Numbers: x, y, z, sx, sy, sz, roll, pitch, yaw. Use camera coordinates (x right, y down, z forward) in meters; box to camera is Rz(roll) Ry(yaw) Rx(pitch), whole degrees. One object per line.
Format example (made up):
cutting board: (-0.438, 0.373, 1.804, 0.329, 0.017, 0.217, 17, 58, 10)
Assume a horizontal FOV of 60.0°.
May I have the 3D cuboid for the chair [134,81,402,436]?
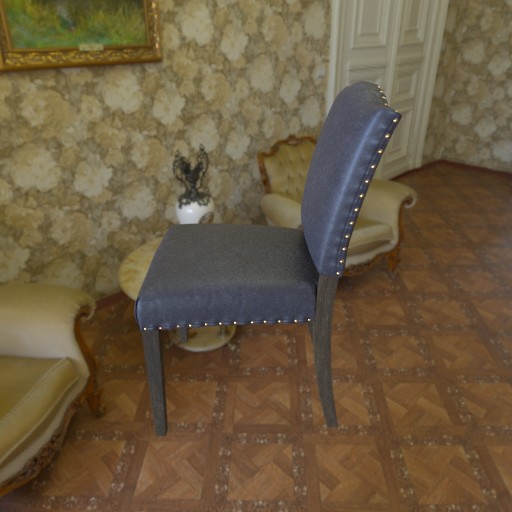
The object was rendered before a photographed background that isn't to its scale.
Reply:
chair: (0.000, 0.000, 1.345, 0.633, 0.991, 0.500, 0, 27, 0)
